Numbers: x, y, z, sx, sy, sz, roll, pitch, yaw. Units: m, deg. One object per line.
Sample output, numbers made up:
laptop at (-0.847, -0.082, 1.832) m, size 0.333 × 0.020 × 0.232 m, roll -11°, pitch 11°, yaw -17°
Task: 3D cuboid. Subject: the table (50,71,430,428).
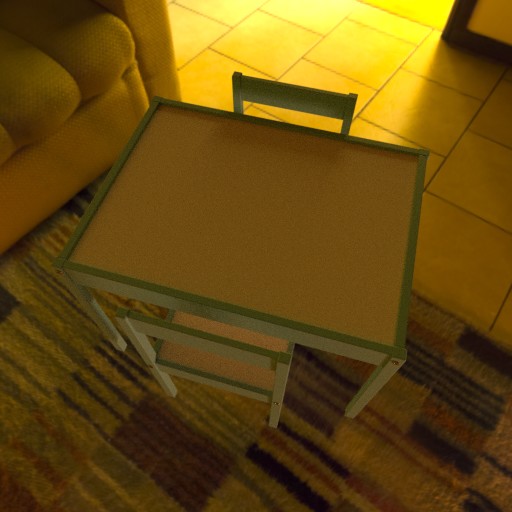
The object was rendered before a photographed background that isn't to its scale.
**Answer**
table at (0.000, 0.000, 1.049) m, size 0.639 × 0.503 × 0.633 m, roll 14°, pitch 60°, yaw 8°
